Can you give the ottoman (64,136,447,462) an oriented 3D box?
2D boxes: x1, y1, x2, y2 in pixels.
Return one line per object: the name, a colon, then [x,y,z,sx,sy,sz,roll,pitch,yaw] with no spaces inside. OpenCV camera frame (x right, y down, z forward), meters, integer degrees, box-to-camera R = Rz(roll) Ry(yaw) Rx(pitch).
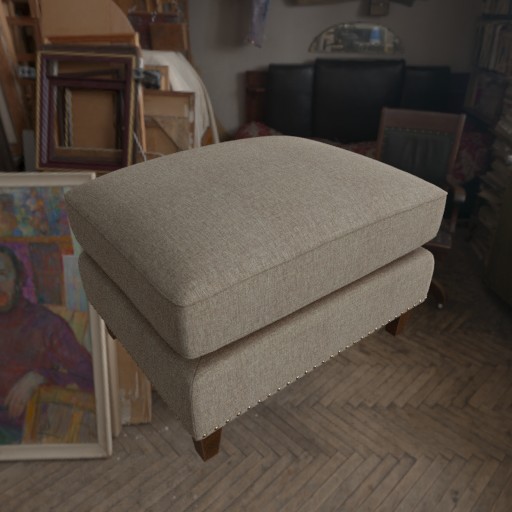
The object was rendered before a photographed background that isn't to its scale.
ottoman: [0.000,0.000,1.141,0.741,0.513,0.584,-22,37,-32]
